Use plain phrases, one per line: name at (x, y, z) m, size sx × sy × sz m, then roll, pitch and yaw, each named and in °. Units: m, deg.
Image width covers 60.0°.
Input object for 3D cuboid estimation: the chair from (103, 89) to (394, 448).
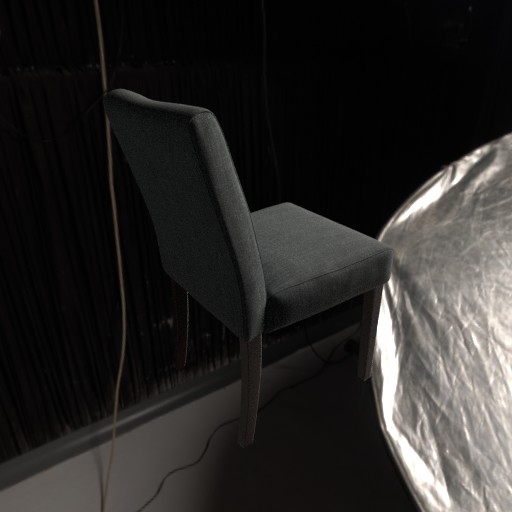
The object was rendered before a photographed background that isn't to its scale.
chair at (0.000, 0.000, 1.248) m, size 0.629 × 0.884 × 0.487 m, roll -18°, pitch 31°, yaw -32°
